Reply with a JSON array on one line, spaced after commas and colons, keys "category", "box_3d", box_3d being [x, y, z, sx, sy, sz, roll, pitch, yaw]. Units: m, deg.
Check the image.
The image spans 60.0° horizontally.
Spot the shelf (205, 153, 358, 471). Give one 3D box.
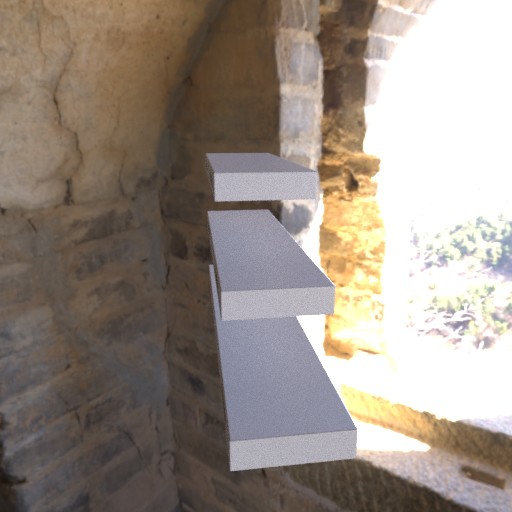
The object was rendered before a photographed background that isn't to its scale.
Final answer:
[{"category": "shelf", "box_3d": [0.000, 0.000, 0.727, 0.140, 0.293, 0.610, -2, 17, -7]}]
